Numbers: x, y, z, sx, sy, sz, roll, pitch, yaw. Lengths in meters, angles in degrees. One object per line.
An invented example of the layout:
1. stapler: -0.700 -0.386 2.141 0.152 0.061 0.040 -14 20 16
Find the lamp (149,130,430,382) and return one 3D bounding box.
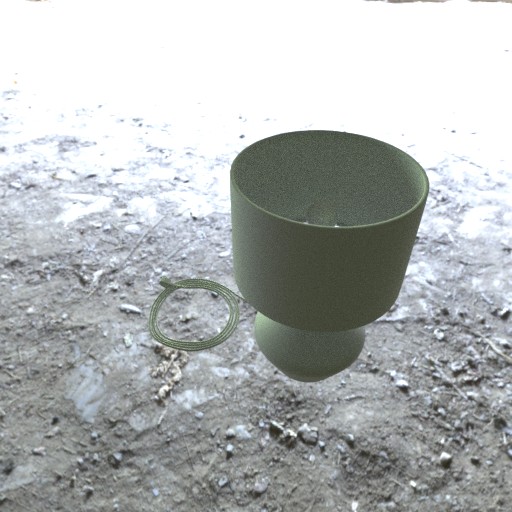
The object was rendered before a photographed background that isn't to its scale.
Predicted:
1. lamp: 0.000 0.000 0.886 0.401 0.457 0.546 -26 46 -28
